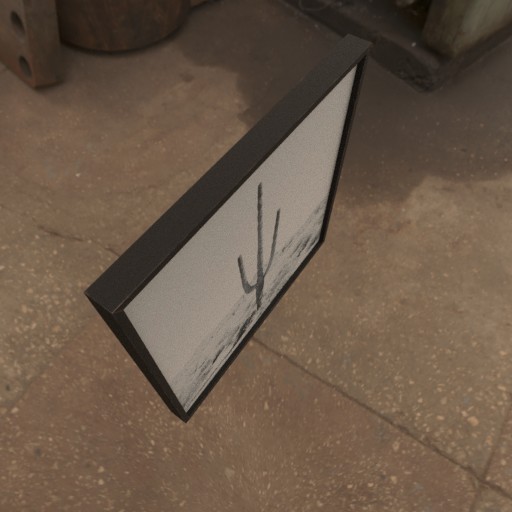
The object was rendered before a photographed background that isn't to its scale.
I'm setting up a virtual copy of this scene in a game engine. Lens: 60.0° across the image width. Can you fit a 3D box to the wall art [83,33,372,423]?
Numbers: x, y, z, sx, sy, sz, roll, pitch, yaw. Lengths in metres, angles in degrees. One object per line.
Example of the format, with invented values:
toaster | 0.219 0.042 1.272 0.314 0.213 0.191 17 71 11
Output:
wall art | 0.000 0.000 0.737 0.038 0.508 0.508 31 64 18
